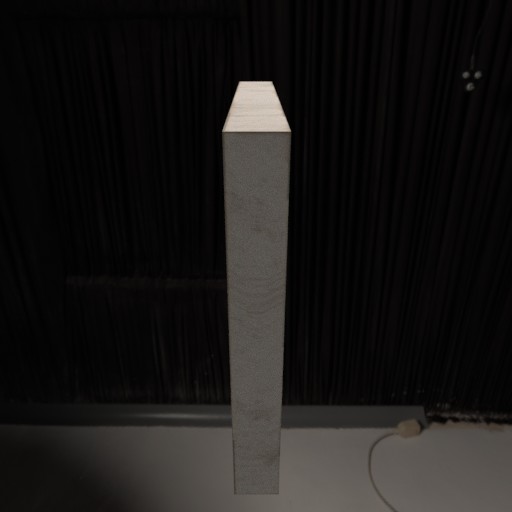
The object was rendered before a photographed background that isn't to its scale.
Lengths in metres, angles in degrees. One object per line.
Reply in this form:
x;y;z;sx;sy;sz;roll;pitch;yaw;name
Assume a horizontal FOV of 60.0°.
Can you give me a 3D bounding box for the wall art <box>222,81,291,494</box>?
0.000;0.000;0.448;0.038;0.303;0.305;0;26;0;wall art
